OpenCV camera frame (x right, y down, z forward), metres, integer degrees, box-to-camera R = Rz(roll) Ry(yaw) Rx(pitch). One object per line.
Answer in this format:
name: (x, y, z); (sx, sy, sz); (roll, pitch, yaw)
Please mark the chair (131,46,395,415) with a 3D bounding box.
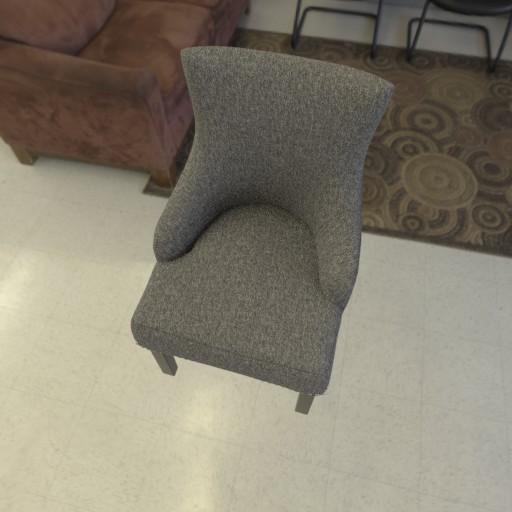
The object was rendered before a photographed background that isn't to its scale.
chair: (0.000, 0.000, 1.271); (0.566, 0.909, 0.629); (13, 58, 9)
